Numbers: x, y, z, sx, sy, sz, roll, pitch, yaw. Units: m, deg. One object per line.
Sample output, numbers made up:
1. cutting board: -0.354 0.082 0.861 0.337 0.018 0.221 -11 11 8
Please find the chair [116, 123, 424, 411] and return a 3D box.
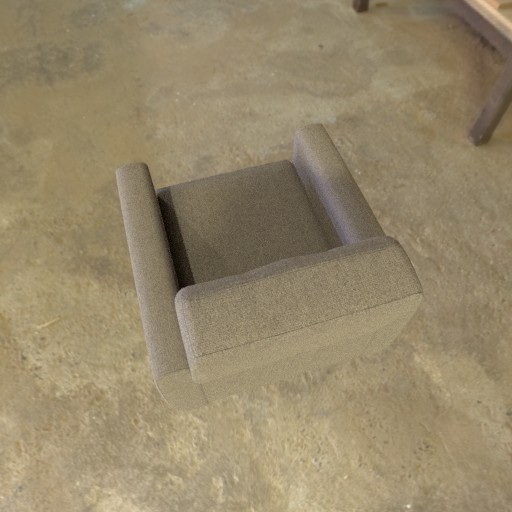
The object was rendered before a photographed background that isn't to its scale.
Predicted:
1. chair: 0.000 0.000 1.565 0.831 0.839 0.907 -15 60 -9
